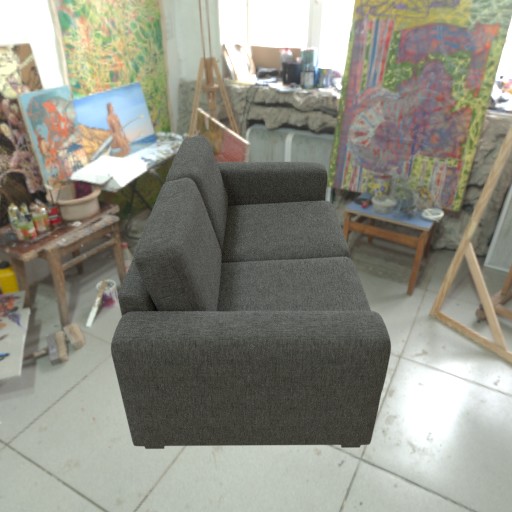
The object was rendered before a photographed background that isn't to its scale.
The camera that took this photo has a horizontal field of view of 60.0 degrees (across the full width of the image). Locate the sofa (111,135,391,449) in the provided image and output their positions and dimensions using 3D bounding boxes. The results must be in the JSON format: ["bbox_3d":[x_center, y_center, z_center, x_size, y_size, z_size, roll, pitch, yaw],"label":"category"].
[{"bbox_3d":[0.000,0.000,2.036,0.900,0.800,1.520,0,32,0],"label":"sofa"}]
